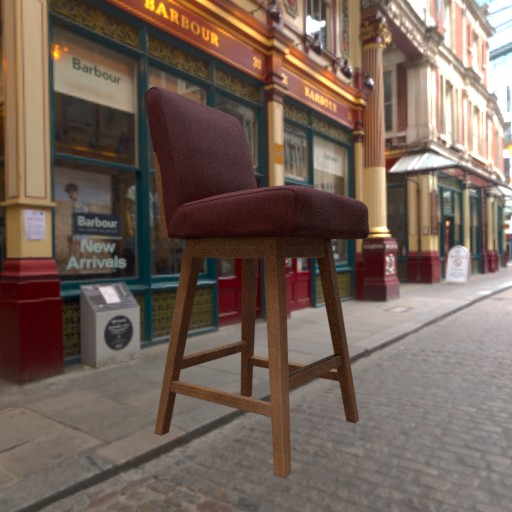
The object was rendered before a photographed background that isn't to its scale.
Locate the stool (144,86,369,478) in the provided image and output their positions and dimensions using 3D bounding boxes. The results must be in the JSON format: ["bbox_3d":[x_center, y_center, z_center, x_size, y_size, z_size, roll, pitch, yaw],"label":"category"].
[{"bbox_3d":[0.000,0.000,1.353,0.562,1.038,0.468,0,0,36],"label":"stool"}]
